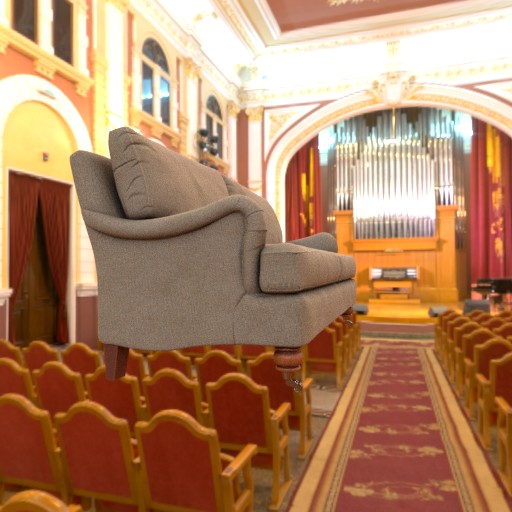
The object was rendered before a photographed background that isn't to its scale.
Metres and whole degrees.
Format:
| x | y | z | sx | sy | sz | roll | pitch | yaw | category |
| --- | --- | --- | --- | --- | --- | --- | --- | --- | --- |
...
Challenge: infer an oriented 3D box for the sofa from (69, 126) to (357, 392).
| x | y | z | sx | sy | sz | roll | pitch | yaw | category |
| --- | --- | --- | --- | --- | --- | --- | --- | --- | --- |
| 0.000 | 0.000 | 2.782 | 1.069 | 1.096 | 2.193 | 0 | -1 | 18 | sofa |
